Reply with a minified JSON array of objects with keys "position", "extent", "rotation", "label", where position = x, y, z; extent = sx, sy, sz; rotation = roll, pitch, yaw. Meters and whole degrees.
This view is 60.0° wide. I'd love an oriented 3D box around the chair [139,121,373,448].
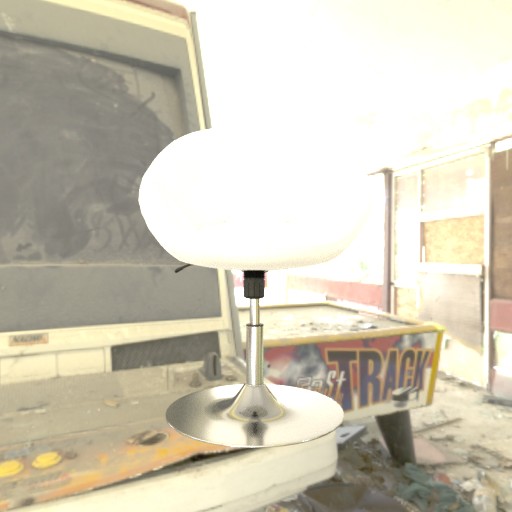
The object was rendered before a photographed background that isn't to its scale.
[{"position":[0.000,0.000,1.803],"extent":[0.940,1.261,0.736],"rotation":[0,0,0],"label":"chair"}]
